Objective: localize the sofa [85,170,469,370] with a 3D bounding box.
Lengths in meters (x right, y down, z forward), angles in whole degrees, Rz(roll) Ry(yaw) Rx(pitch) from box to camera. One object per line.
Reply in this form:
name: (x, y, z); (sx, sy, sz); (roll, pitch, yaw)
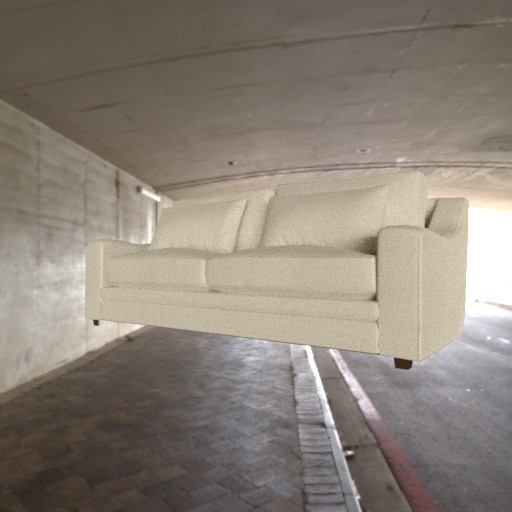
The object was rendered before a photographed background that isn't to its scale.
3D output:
sofa: (0.000, 0.000, 2.990); (2.470, 1.022, 1.009); (0, -1, 36)
